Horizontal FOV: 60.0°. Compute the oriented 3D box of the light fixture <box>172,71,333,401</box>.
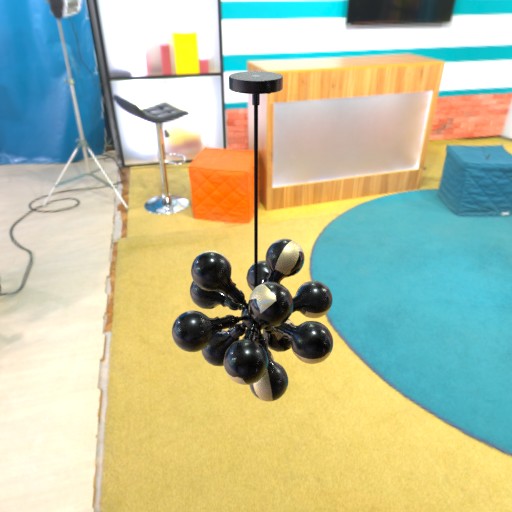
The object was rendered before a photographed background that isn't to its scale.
[{"bbox_3d":[0.000,0.000,1.124,0.468,0.859,0.420,22,38,31],"label":"light fixture"}]
